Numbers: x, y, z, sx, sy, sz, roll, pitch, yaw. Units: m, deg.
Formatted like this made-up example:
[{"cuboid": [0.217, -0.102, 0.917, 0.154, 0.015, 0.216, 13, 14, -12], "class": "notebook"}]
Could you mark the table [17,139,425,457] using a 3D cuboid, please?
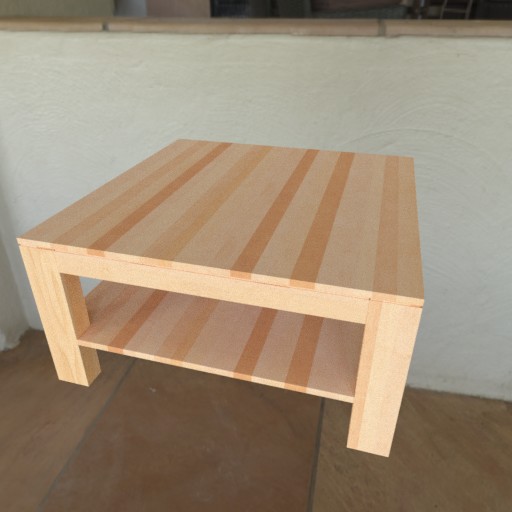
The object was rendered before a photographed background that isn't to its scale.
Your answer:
[{"cuboid": [0.000, 0.000, 1.408, 0.900, 0.450, 0.900, 8, 31, 14], "class": "table"}]
